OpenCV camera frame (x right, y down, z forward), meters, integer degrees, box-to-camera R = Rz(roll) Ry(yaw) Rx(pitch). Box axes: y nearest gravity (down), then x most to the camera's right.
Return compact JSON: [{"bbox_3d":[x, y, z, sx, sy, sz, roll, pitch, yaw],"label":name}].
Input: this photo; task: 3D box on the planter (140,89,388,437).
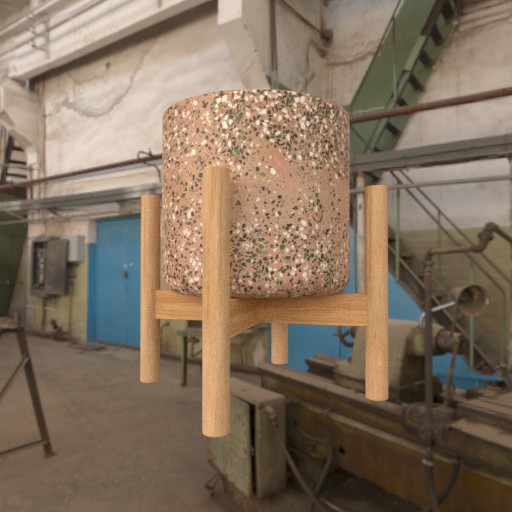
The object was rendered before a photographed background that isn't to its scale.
[{"bbox_3d":[0.000,0.000,0.536,0.284,0.320,0.284,0,-1,37],"label":"planter"}]
